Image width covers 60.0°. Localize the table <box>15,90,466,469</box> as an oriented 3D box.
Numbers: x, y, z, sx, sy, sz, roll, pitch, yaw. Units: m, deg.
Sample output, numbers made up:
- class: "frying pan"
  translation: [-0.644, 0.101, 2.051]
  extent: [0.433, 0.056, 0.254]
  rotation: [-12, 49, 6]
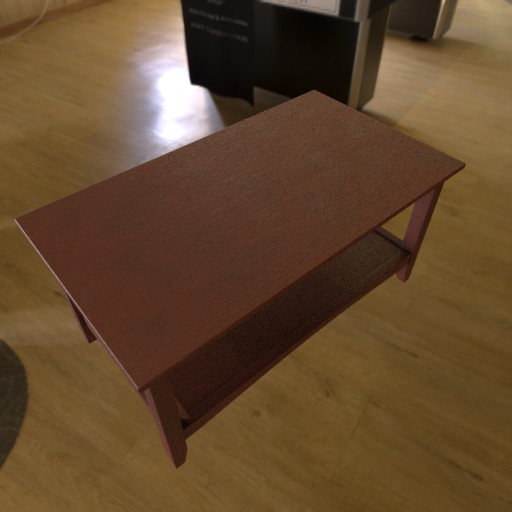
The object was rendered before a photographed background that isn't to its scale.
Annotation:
- class: "table"
  translation: [0.000, 0.000, 1.208]
  extent: [0.943, 0.456, 0.533]
  rotation: [-32, 54, -27]
